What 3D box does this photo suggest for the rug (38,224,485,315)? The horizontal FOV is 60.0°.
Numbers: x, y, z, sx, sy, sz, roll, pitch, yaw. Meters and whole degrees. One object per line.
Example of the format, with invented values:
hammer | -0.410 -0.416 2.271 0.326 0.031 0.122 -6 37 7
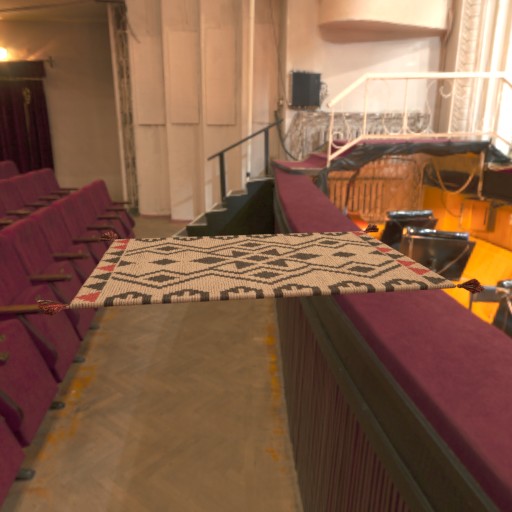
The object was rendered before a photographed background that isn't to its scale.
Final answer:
rug | 0.000 0.000 2.638 2.069 0.067 1.444 -2 16 -8
